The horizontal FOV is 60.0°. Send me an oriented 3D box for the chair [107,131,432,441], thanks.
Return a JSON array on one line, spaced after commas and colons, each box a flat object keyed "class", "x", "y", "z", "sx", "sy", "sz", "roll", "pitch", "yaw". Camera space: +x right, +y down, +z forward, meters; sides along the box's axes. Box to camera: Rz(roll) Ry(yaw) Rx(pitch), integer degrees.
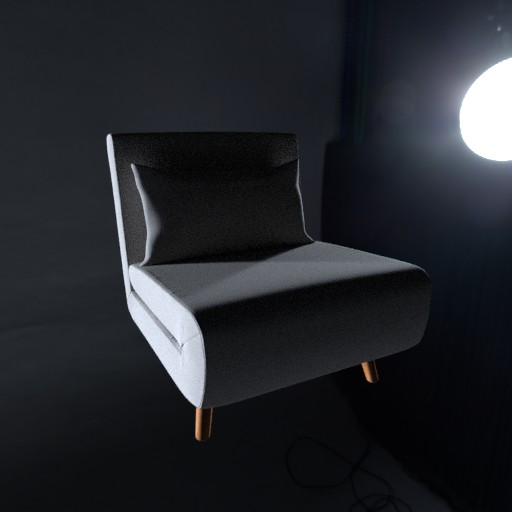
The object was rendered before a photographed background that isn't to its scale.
[{"class": "chair", "x": 0.000, "y": 0.000, "z": 1.495, "sx": 0.770, "sy": 0.808, "sz": 0.902, "roll": -8, "pitch": 18, "yaw": -27}]
